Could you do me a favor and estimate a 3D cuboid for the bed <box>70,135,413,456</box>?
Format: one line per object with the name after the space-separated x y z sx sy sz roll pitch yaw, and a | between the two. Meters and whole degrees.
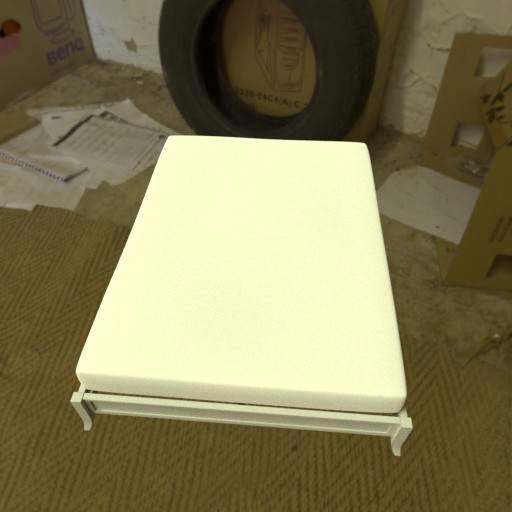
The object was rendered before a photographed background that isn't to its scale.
0.000 0.000 2.763 1.604 0.510 2.108 3 47 3 | bed
